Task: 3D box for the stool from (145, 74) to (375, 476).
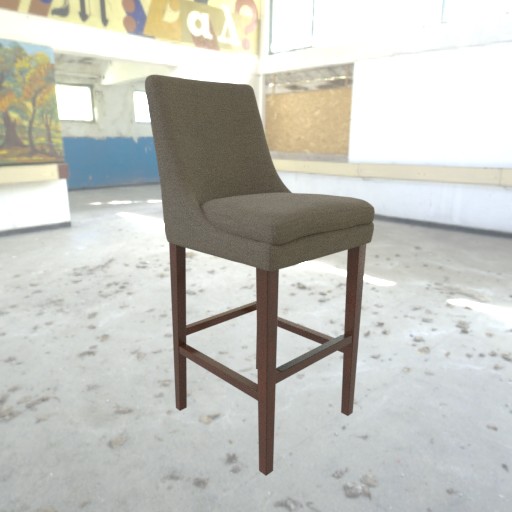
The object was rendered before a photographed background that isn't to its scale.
[{"bbox_3d":[0.000,0.000,1.397,0.470,1.078,0.577,-14,21,-42],"label":"stool"}]
